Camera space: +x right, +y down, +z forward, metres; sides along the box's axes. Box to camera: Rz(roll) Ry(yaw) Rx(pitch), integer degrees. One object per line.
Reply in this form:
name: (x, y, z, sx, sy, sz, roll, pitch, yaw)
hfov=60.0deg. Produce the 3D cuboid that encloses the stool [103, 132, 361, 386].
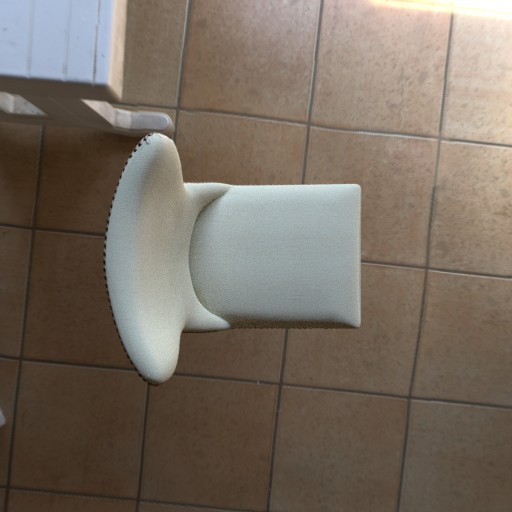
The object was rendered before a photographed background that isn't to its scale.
stool: (0.000, 0.000, 1.328, 0.608, 0.981, 0.498, 0, 91, 0)
